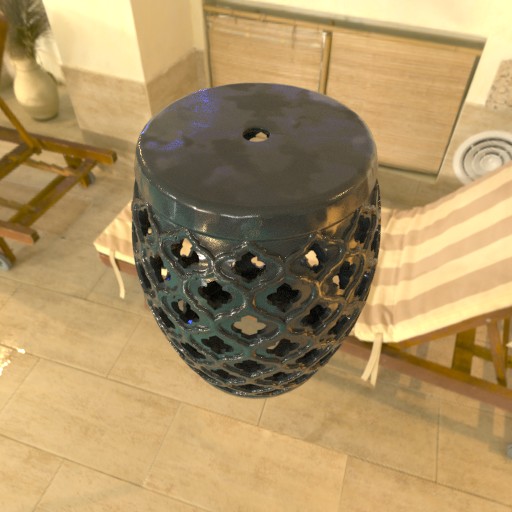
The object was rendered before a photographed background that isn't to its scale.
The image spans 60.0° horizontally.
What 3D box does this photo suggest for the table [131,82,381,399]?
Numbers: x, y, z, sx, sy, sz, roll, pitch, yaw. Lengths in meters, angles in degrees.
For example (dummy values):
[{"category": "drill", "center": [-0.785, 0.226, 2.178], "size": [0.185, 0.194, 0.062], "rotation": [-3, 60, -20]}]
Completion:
[{"category": "table", "center": [0.000, 0.000, 0.624], "size": [0.325, 0.388, 0.325], "rotation": [0, 46, 0]}]
